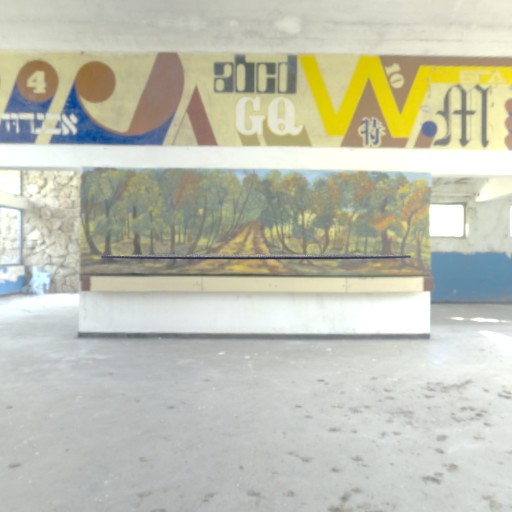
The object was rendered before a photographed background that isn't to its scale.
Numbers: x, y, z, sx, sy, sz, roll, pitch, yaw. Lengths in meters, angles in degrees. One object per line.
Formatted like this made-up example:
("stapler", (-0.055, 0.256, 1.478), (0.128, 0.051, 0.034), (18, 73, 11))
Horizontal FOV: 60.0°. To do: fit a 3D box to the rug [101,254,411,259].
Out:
("rug", (0.000, 0.000, 3.614), (2.386, 0.014, 2.386), (0, 1, 0))
